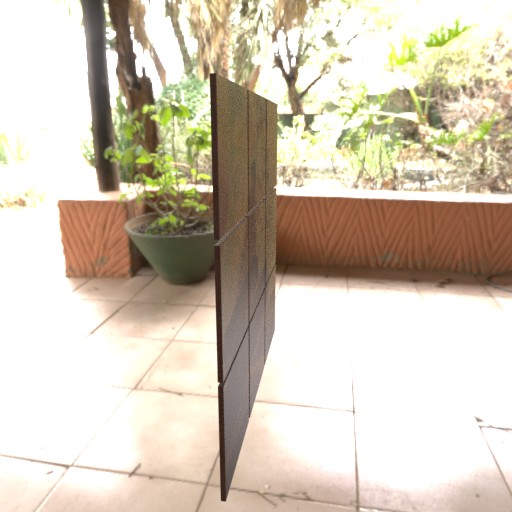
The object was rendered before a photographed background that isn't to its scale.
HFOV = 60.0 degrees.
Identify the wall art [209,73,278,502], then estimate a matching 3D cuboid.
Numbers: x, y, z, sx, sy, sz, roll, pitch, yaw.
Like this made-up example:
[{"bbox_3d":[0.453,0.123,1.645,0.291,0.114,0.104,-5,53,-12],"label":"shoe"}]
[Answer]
[{"bbox_3d":[0.000,0.000,1.813,0.017,1.246,1.256,3,16,9],"label":"wall art"}]
